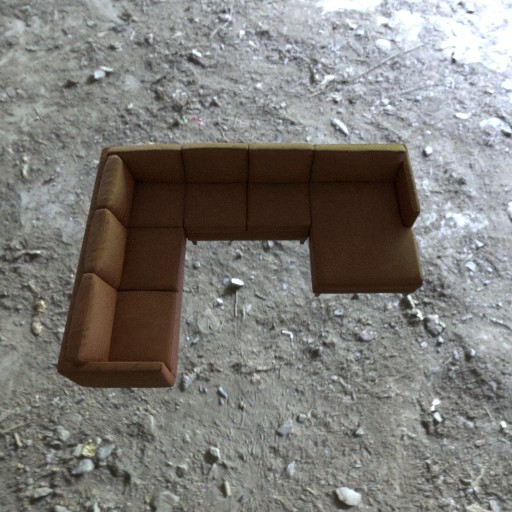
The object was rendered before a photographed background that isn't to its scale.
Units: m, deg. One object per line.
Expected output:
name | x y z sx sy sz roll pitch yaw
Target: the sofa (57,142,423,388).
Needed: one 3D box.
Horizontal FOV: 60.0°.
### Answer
sofa | 0.000 0.000 4.625 3.460 0.923 2.593 0 62 0
